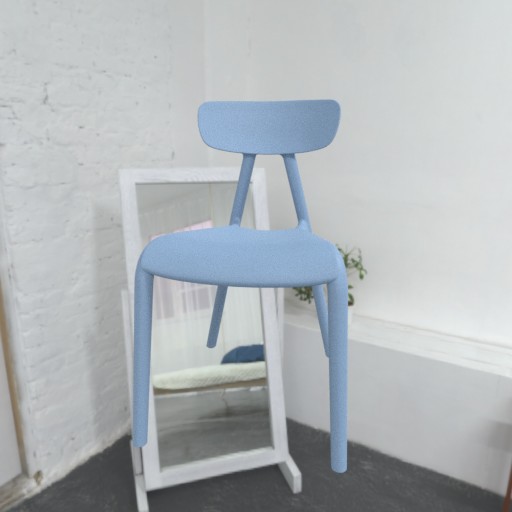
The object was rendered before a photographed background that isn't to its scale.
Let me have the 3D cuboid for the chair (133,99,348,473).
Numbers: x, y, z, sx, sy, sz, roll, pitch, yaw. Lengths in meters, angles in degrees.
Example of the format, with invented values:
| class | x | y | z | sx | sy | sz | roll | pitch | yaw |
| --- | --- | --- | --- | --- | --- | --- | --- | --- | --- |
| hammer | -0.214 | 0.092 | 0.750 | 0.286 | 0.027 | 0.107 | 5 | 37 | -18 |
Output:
| class | x | y | z | sx | sy | sz | roll | pitch | yaw |
| --- | --- | --- | --- | --- | --- | --- | --- | --- | --- |
| chair | 0.000 | 0.000 | 0.832 | 0.356 | 0.580 | 0.401 | 3 | 15 | 10 |
